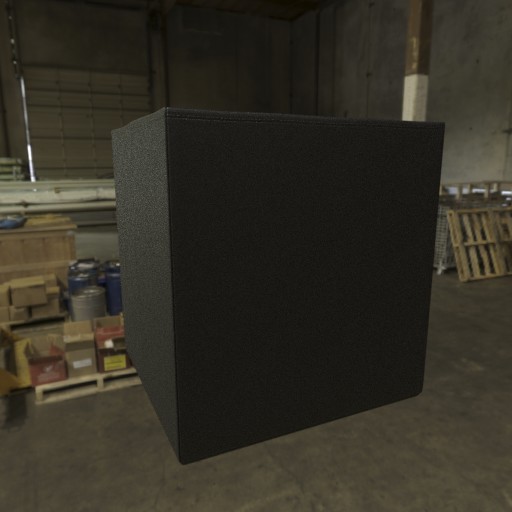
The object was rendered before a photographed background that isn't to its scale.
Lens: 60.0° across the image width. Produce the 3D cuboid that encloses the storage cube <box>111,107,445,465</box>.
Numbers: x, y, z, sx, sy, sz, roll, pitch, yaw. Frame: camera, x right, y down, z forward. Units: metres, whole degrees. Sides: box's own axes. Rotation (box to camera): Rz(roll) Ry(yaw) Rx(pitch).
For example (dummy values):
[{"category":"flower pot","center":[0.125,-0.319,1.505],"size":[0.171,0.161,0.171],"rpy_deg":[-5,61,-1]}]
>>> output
[{"category":"storage cube","center":[0.000,0.000,0.501],"size":[0.270,0.280,0.270],"rpy_deg":[-6,13,-25]}]
